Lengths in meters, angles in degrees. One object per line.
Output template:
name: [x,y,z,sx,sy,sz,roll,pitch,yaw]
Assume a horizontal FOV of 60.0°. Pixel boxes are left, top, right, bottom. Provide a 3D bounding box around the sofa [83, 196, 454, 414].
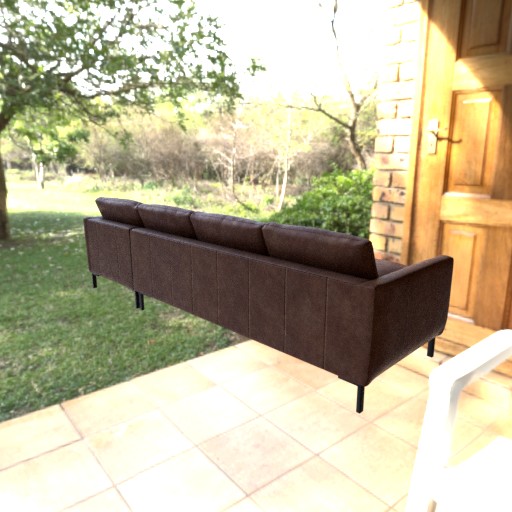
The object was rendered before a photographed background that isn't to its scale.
sofa: [0.000,0.000,3.535,1.471,0.859,2.993,-13,19,-43]
